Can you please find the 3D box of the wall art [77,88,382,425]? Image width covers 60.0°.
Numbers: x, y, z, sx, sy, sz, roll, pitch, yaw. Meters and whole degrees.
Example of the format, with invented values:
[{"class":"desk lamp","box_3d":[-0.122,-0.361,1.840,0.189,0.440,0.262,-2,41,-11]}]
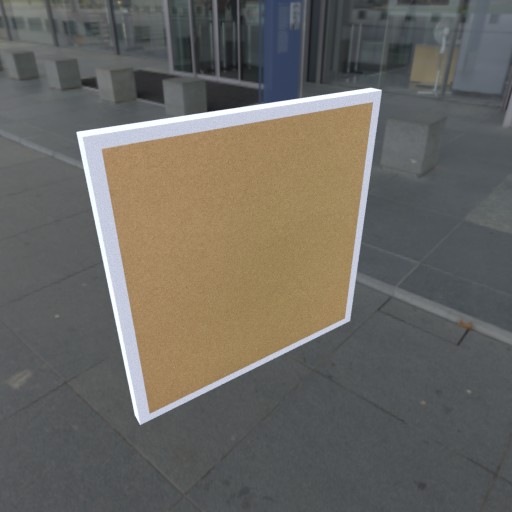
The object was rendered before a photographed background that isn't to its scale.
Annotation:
[{"class":"wall art","box_3d":[0.000,0.000,1.170,0.763,0.761,0.038,-19,36,-29]}]
